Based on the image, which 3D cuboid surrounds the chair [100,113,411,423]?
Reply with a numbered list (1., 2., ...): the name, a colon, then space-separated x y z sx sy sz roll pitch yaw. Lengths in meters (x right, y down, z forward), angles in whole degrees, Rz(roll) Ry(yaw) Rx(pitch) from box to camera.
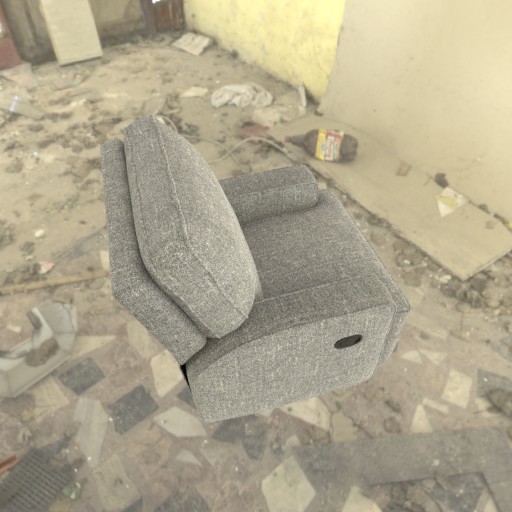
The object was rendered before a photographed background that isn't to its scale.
1. chair: 0.000 0.000 1.703 0.964 0.962 0.861 -12 47 -11
